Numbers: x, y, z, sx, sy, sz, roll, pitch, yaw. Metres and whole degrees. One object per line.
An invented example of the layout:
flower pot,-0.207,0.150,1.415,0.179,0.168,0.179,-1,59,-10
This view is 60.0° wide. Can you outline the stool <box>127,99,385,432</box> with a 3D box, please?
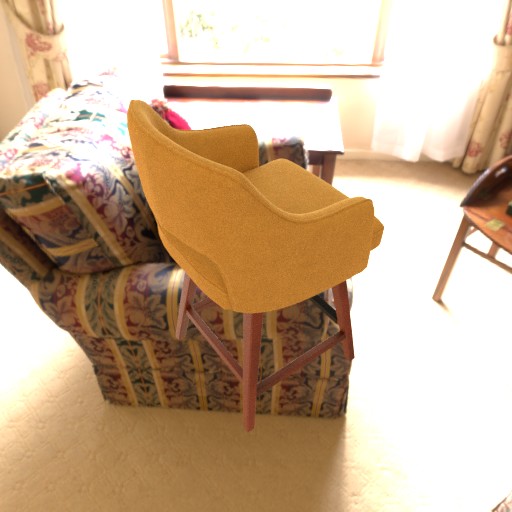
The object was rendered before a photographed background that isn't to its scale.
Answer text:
stool,0.000,0.000,1.295,0.558,0.924,0.548,-26,48,-26
